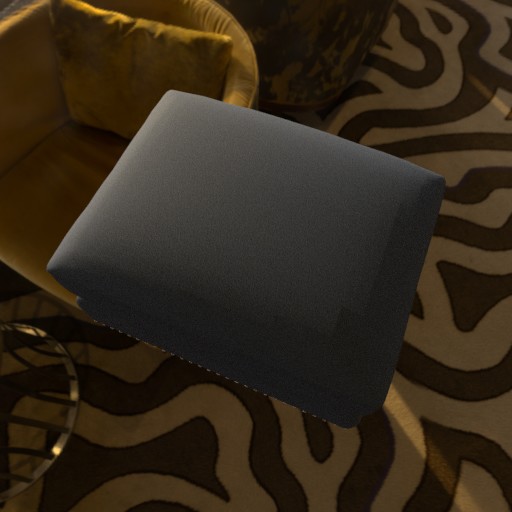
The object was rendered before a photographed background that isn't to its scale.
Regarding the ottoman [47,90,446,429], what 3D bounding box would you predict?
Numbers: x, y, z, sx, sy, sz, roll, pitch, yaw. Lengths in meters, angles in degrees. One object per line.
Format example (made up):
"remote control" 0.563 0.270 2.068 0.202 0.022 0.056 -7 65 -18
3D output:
"ottoman" 0.000 0.000 1.137 0.741 0.513 0.584 21 66 10
